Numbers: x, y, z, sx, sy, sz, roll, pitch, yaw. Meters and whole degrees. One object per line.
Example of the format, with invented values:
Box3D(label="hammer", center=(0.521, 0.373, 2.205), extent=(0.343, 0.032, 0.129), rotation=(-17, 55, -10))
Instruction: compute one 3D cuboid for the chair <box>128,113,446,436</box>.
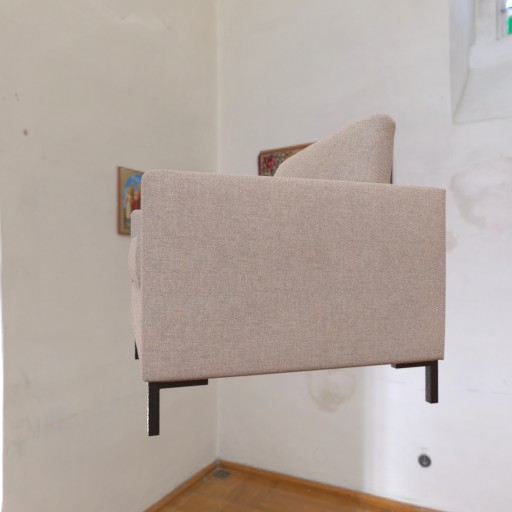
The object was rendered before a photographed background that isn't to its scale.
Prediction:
Box3D(label="chair", center=(0.000, 0.000, 1.580), extent=(0.866, 0.861, 0.963), rotation=(0, -1, -17))
